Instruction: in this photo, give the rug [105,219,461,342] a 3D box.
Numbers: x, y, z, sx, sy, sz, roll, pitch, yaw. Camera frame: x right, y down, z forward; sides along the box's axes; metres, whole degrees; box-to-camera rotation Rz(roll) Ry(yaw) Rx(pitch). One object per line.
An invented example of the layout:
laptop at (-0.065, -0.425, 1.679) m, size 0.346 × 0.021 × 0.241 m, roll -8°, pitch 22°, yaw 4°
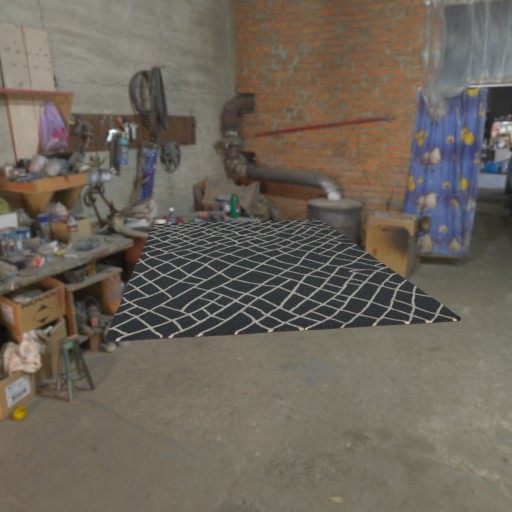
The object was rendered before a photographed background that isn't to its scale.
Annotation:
rug at (0.000, 0.000, 2.350) m, size 1.223 × 0.013 × 1.830 m, roll -2°, pitch 16°, yaw -7°
